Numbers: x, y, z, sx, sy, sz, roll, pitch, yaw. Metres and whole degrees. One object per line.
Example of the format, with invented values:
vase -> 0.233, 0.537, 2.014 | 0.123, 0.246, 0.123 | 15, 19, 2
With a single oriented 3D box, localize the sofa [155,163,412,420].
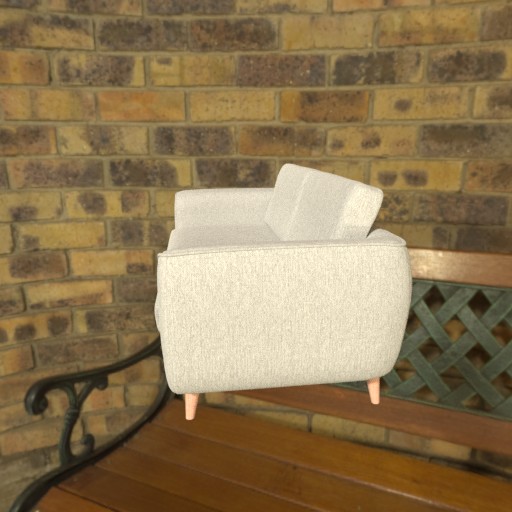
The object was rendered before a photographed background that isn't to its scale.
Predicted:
sofa -> 0.000, 0.000, 2.246 | 0.920, 0.850, 1.700 | -2, 15, -8
